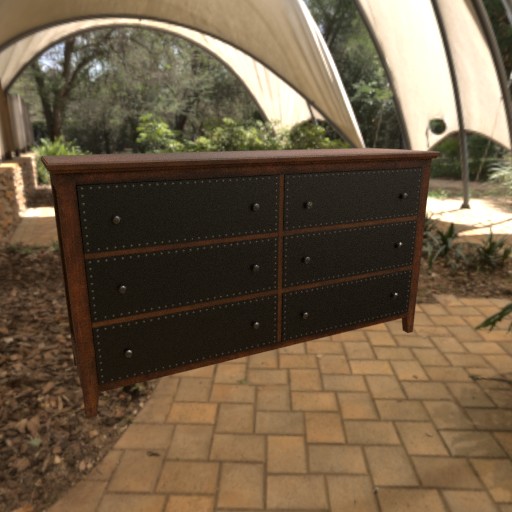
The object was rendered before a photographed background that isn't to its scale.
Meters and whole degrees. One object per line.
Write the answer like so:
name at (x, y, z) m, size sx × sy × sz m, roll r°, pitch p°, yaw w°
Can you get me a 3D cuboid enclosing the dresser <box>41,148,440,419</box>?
dresser at (0.000, 0.000, 1.891) m, size 1.551 × 0.856 × 0.463 m, roll -8°, pitch 18°, yaw -26°
